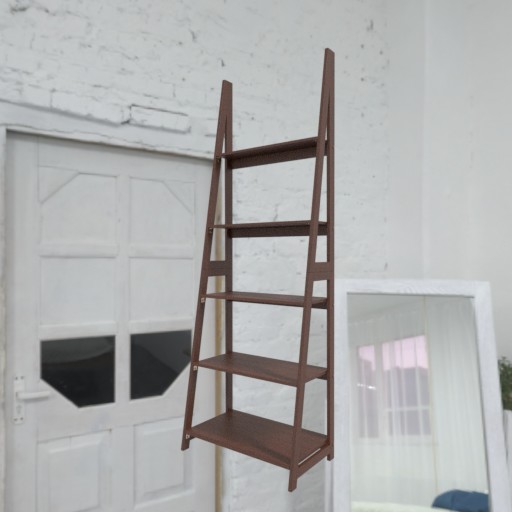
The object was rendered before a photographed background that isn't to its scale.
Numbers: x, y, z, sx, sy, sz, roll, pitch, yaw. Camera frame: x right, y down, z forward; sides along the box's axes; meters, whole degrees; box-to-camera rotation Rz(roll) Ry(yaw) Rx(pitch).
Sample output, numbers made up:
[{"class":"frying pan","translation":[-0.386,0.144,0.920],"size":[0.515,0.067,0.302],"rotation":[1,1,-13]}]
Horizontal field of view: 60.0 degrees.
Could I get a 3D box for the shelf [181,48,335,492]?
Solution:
[{"class":"shelf","translation":[0.000,0.000,1.974],"size":[0.600,1.770,0.350],"rotation":[0,1,37]}]
